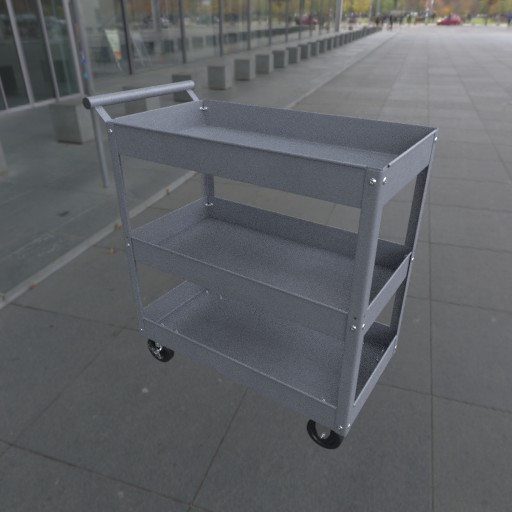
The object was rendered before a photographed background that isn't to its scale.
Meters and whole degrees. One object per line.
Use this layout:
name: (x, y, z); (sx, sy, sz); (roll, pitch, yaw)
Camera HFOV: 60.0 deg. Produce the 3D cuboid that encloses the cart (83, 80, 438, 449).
cart: (0.000, 0.000, 1.162); (0.719, 0.780, 0.366); (18, 33, 29)
